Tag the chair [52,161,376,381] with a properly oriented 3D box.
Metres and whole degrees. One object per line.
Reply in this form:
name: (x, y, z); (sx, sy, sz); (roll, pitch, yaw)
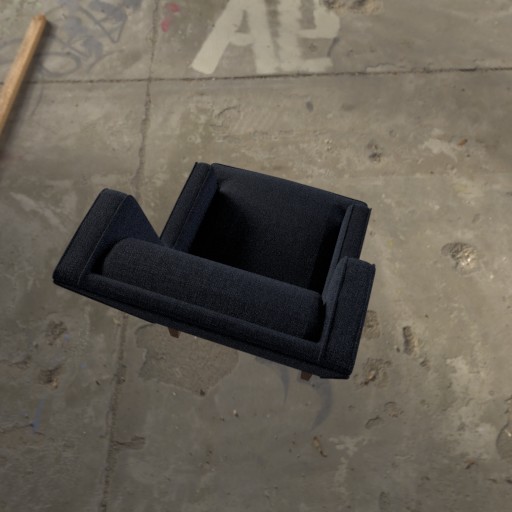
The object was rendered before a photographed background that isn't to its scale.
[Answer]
chair: (0.000, 0.000, 1.696); (0.764, 1.072, 0.947); (16, 64, 8)
